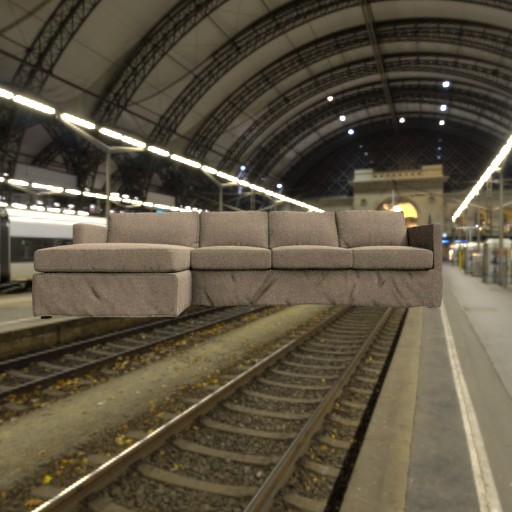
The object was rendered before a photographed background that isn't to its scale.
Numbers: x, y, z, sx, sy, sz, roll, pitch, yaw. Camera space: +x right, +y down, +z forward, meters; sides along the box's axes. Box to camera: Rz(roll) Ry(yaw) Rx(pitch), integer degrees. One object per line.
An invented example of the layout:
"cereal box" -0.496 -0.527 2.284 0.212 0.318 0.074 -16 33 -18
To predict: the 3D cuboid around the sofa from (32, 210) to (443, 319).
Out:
"sofa" 0.000 0.000 3.887 3.205 0.922 1.650 0 0 0
